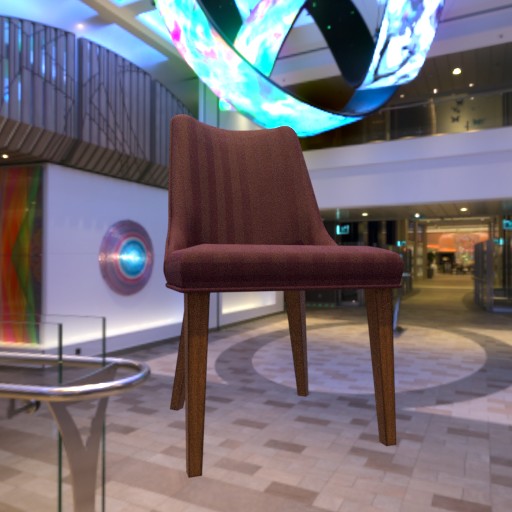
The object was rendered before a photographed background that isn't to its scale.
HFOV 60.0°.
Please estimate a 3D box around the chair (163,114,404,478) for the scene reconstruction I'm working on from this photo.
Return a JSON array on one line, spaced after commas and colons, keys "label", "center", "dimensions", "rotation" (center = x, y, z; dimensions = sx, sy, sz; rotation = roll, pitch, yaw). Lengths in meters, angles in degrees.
[{"label": "chair", "center": [0.000, 0.000, 1.285], "dimensions": [0.548, 0.916, 0.638], "rotation": [0, -1, -19]}]
